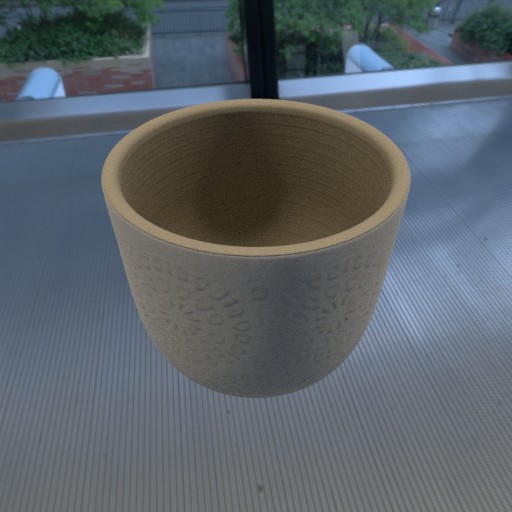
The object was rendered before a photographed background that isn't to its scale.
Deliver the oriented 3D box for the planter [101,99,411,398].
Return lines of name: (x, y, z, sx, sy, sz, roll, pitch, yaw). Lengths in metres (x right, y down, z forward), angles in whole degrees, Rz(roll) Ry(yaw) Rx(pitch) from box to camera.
planter: (0.000, 0.000, 0.219, 0.124, 0.109, 0.124, 0, 41, 0)
